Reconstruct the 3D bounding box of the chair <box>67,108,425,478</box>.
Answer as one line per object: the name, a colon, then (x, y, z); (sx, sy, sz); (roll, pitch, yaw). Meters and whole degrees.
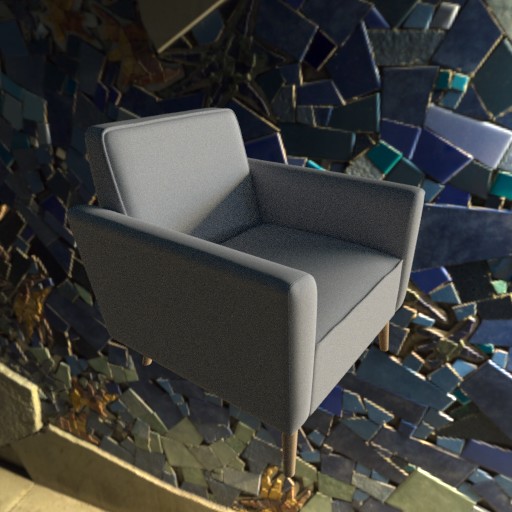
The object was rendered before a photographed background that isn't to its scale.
chair: (0.000, 0.000, 1.357); (0.750, 0.780, 0.780); (18, 31, 32)
